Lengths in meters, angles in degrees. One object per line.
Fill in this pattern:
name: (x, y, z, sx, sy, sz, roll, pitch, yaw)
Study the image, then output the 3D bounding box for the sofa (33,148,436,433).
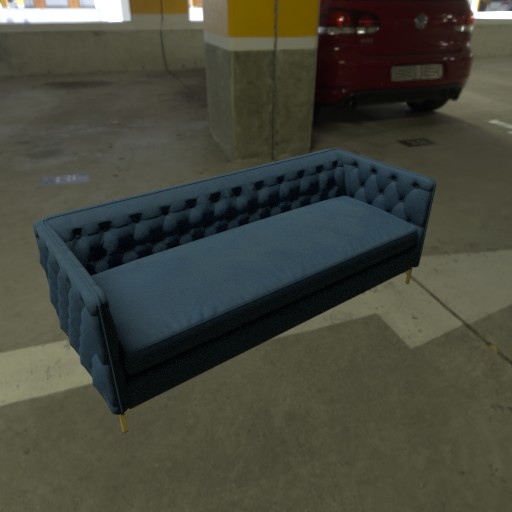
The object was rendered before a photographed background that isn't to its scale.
sofa: (0.000, 0.000, 2.658, 2.209, 0.771, 0.895, -20, 35, -31)
